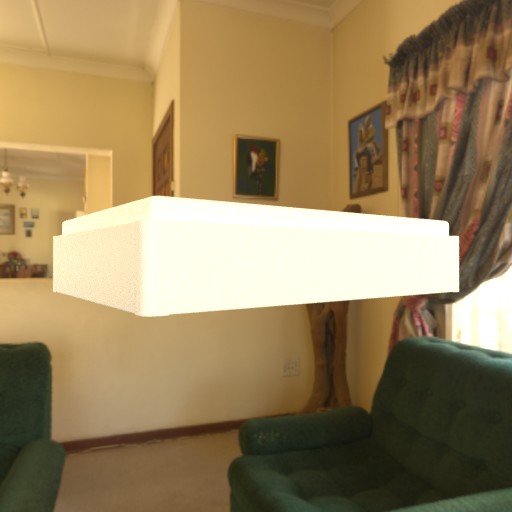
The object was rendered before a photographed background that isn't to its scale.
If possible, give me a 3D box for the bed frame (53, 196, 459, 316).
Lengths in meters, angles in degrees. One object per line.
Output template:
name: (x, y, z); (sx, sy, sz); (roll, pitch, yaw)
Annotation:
bed frame: (0.000, 0.000, 2.549); (1.900, 0.406, 1.400); (0, 0, -36)
